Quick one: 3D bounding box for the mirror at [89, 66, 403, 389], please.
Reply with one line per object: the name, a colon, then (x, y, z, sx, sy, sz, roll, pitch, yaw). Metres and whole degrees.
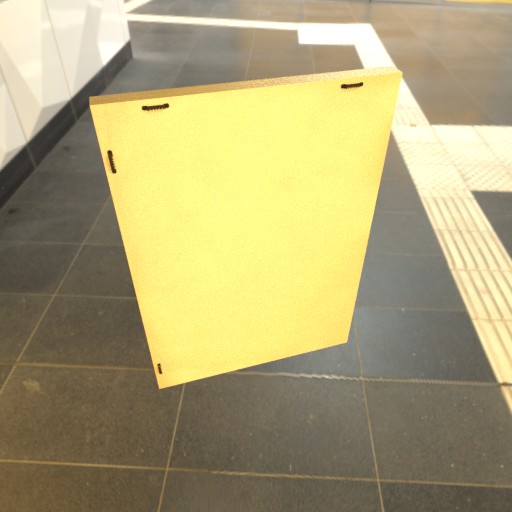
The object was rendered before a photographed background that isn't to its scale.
mirror: (0.000, 0.000, 0.930, 0.507, 0.710, 0.040, -11, 41, -13)
